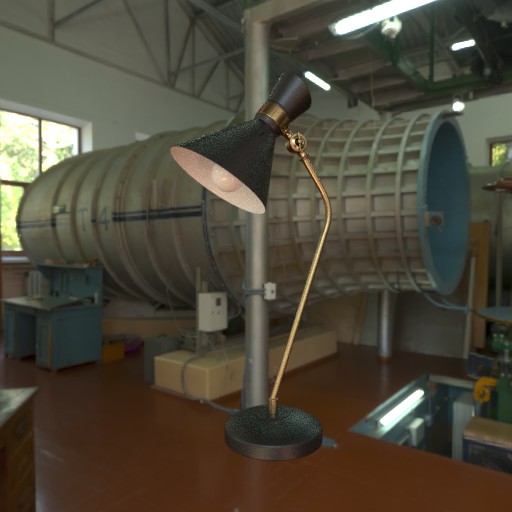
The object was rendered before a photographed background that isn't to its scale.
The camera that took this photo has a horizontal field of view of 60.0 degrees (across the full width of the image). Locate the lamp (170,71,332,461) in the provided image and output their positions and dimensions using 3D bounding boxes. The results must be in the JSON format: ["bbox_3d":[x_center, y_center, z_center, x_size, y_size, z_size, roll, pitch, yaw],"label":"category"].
[{"bbox_3d":[0.000,0.000,0.769,0.292,0.647,0.189,0,1,-18],"label":"lamp"}]
